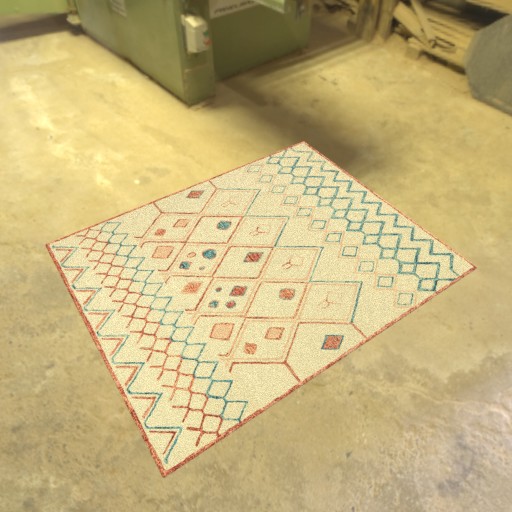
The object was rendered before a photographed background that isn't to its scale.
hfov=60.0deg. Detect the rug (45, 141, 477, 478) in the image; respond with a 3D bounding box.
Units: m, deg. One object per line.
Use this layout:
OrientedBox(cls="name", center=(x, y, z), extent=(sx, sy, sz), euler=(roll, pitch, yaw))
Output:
OrientedBox(cls="rug", center=(0.000, 0.000, 3.993), extent=(3.050, 0.016, 2.441), euler=(-27, 52, -23))
